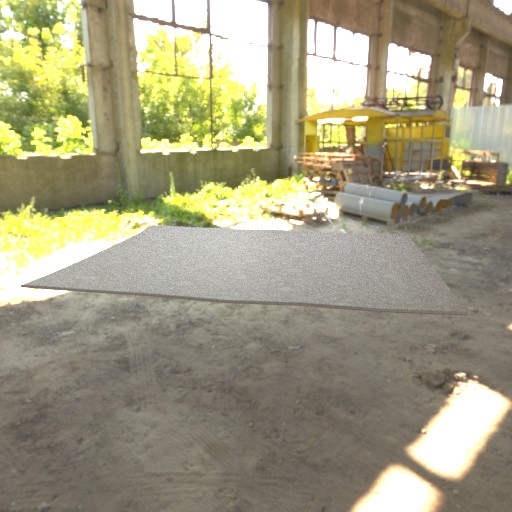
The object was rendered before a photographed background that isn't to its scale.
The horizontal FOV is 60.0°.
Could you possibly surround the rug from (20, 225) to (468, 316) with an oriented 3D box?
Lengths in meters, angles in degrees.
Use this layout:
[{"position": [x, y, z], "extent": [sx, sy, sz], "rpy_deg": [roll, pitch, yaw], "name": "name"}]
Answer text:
[{"position": [0.000, 0.000, 4.040], "extent": [3.011, 0.054, 2.399], "rpy_deg": [3, 15, 10], "name": "rug"}]
